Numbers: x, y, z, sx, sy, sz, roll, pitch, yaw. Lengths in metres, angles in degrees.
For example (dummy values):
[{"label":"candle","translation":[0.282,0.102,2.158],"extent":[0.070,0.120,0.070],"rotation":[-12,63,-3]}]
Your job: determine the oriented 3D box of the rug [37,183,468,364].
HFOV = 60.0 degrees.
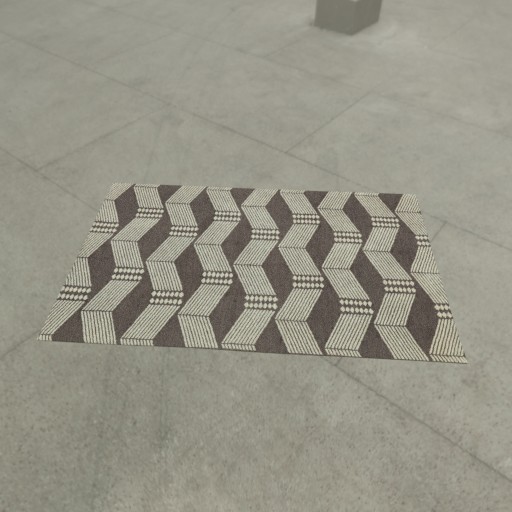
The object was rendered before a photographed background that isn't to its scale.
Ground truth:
[{"label":"rug","translation":[0.000,0.000,3.025],"extent":[2.435,0.011,1.517],"rotation":[3,45,3]}]
